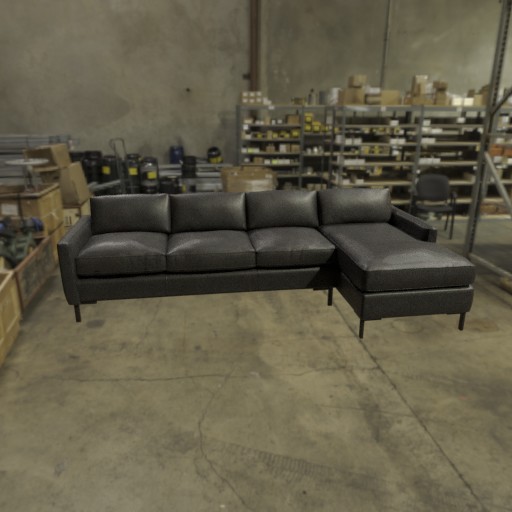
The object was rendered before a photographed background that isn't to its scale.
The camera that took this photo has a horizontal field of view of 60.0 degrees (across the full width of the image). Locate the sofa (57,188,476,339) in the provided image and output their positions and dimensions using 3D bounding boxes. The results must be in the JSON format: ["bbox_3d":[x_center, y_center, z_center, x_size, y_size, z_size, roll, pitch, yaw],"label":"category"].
[{"bbox_3d":[0.000,0.000,3.612,2.993,0.859,1.471,-3,19,-8],"label":"sofa"}]
